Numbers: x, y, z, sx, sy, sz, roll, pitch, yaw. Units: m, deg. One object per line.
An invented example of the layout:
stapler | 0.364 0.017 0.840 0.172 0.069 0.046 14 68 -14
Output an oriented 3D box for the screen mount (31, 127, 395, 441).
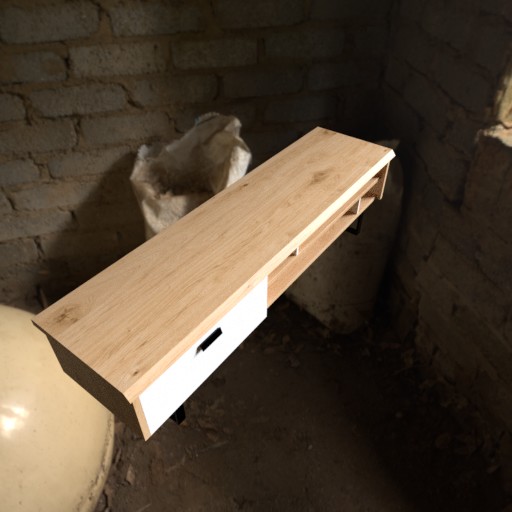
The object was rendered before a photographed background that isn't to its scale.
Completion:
screen mount | 0.000 0.000 1.910 0.450 0.430 1.700 26 47 27
